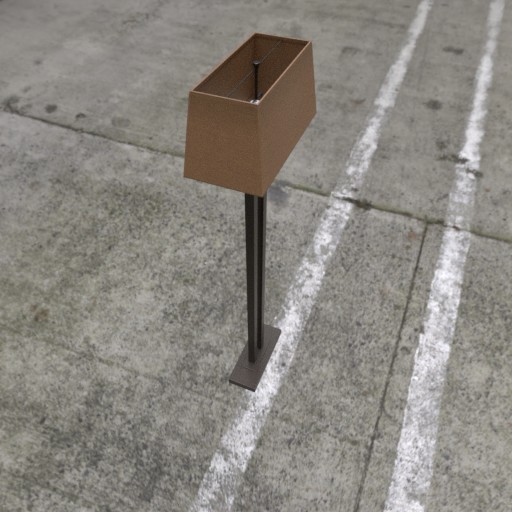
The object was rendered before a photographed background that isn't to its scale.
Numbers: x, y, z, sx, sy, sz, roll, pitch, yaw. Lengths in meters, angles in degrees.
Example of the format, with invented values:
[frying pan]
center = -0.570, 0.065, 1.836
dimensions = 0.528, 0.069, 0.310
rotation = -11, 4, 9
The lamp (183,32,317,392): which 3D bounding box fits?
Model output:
[lamp]
center = 0.000, 0.000, 1.688
dimensions = 0.233, 1.469, 0.475
rotation = 17, 49, 15
